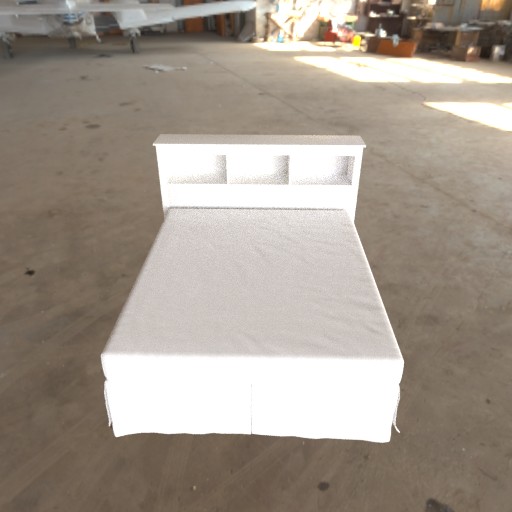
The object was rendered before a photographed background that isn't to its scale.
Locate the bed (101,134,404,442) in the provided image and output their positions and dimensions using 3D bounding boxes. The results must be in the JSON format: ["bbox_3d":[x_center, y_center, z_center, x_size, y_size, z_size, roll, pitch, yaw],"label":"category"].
[{"bbox_3d":[0.000,0.000,3.071,1.671,1.092,2.133,1,31,1],"label":"bed"}]
